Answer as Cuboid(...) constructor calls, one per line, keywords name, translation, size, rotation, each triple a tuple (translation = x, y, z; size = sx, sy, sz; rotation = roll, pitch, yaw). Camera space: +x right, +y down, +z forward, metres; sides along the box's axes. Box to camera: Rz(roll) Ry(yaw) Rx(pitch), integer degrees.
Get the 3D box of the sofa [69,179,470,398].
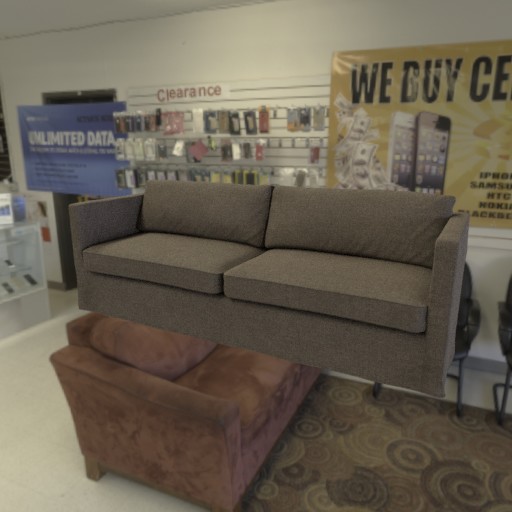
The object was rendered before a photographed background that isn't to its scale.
Cuboid(name="sofa", translation=(0.000, 0.000, 3.258), size=(2.779, 0.998, 1.036), rotation=(8, 17, 27))
